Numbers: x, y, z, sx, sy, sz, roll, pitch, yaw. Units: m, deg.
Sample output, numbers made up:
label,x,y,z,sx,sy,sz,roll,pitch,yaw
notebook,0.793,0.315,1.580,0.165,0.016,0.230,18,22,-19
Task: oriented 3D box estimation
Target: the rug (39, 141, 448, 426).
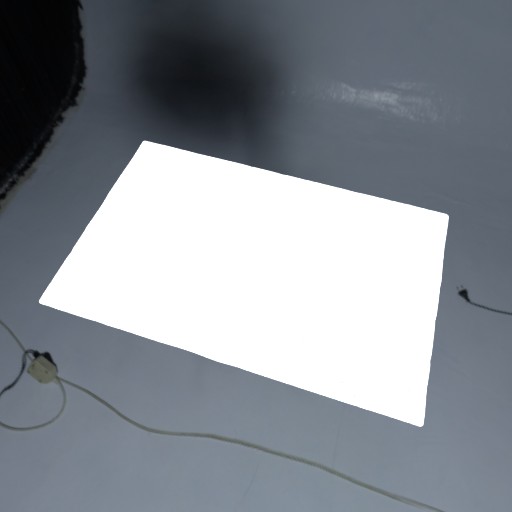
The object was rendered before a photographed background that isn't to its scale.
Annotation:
label,x,y,z,sx,sy,sz,roll,pitch,yaw
rug,0.000,0.000,3.028,2.442,0.010,1.546,16,59,10
